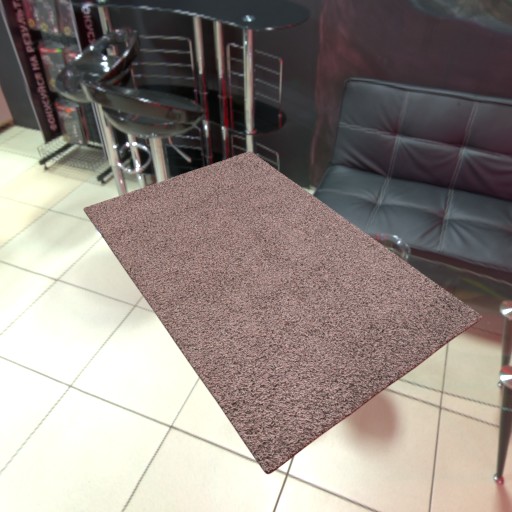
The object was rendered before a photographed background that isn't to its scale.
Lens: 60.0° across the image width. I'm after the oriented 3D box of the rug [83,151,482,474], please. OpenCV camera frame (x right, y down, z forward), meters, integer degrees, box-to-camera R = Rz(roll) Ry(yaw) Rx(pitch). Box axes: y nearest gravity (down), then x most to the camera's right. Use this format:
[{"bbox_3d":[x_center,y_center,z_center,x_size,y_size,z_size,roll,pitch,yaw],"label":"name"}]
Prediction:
[{"bbox_3d":[0.000,0.000,3.410,1.778,0.030,2.743,-25,47,-25],"label":"rug"}]
